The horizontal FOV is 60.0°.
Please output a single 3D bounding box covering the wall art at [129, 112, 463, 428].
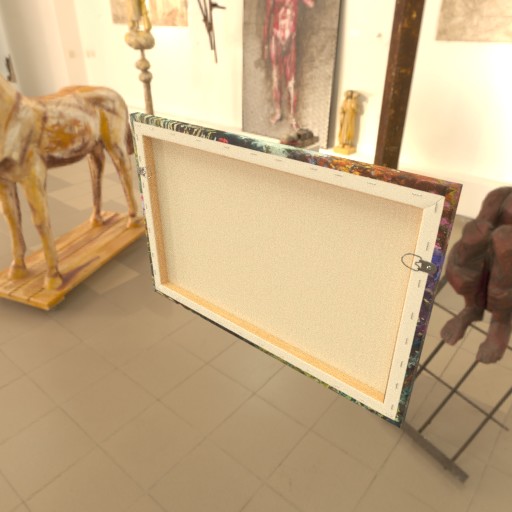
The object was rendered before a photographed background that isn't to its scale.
[{"bbox_3d":[0.000,0.000,1.456,1.136,0.760,0.042,22,37,33],"label":"wall art"}]
